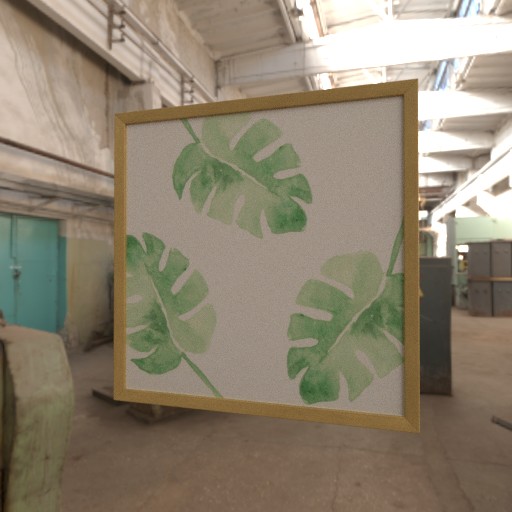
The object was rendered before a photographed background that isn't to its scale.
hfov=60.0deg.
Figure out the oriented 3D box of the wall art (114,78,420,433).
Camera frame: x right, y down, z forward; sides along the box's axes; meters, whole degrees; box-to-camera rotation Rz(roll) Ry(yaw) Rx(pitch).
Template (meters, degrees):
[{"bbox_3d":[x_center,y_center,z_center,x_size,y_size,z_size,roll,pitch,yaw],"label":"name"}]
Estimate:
[{"bbox_3d":[0.000,0.000,0.443,0.305,0.305,0.038,0,-1,17],"label":"wall art"}]
